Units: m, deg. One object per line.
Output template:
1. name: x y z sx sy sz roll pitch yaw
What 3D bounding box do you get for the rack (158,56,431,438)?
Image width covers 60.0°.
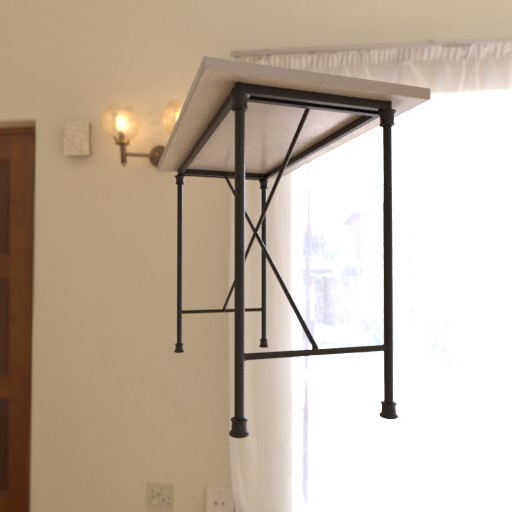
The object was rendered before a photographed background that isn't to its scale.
1. rack: 0.000 0.000 1.635 0.613 0.880 1.159 0 -1 -18
